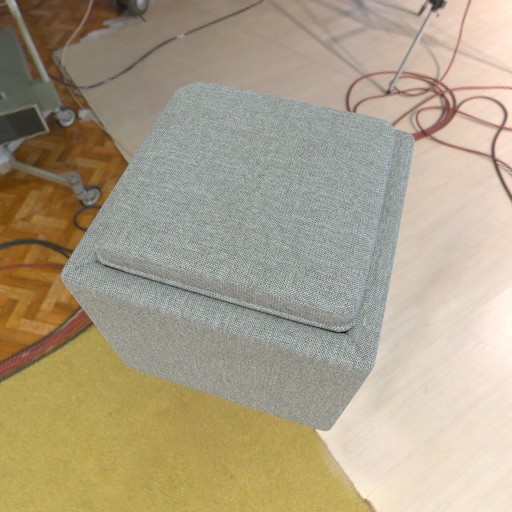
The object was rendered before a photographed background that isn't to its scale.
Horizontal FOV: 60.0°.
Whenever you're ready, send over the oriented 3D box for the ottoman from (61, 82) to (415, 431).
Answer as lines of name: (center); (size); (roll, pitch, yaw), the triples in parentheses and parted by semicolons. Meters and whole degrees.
ottoman: (0.000, 0.000, 0.841); (0.450, 0.460, 0.450); (15, 59, 9)
